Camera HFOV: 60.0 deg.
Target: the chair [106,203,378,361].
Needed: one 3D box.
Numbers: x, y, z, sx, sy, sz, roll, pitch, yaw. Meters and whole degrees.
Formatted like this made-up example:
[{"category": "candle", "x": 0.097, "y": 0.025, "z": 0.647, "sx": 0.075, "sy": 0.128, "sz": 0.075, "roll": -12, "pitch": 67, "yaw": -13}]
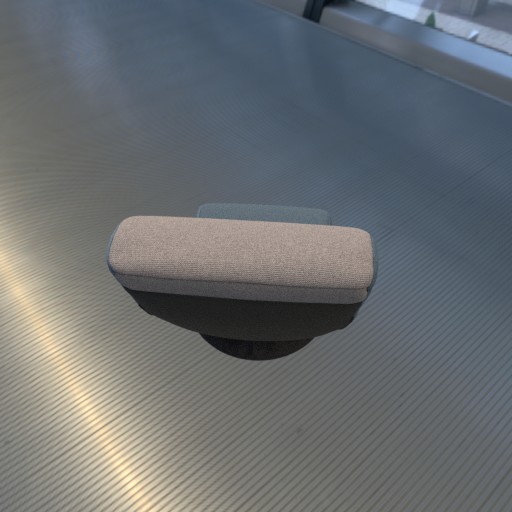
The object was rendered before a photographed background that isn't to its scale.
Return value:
[{"category": "chair", "x": 0.000, "y": 0.000, "z": 1.052, "sx": 0.420, "sy": 0.641, "sz": 0.661, "roll": 3, "pitch": 46, "yaw": 3}]
